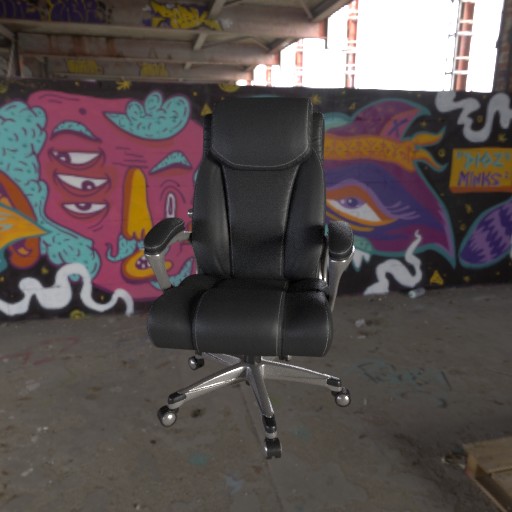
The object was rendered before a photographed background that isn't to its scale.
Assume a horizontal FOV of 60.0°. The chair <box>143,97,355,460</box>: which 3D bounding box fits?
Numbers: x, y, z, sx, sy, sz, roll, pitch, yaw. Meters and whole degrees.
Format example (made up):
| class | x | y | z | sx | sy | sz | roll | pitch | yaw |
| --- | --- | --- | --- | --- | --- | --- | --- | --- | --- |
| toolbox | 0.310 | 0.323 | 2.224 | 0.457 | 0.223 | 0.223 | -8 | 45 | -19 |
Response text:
| class | x | y | z | sx | sy | sz | roll | pitch | yaw |
| --- | --- | --- | --- | --- | --- | --- | --- | --- | --- |
| chair | 0.000 | 0.000 | 1.638 | 0.741 | 1.167 | 0.784 | 2 | 14 | 7 |
